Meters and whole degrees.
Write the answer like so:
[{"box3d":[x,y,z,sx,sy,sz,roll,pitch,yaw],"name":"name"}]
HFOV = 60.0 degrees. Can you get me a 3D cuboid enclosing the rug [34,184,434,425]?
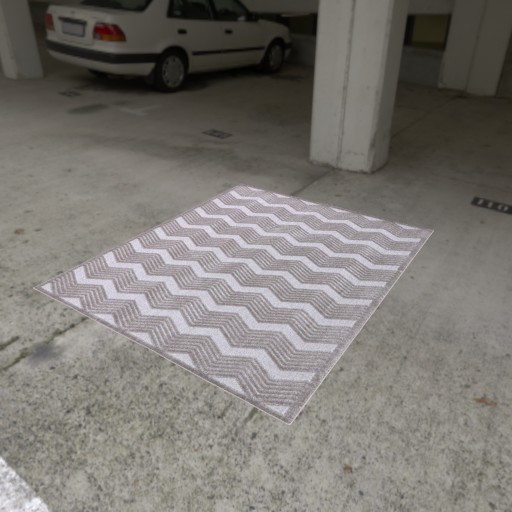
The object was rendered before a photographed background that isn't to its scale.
[{"box3d":[0.000,0.000,4.022,2.391,0.005,2.880,18,34,29],"name":"rug"}]
